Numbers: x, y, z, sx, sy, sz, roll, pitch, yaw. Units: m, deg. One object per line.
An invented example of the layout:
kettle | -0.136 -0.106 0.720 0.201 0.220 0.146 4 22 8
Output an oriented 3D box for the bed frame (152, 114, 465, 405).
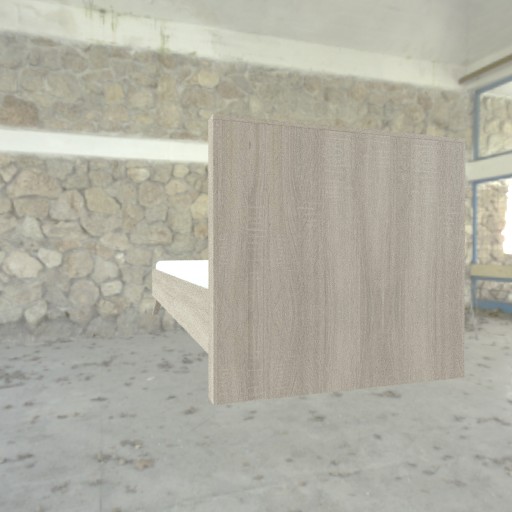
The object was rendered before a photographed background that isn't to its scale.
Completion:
bed frame | 0.000 0.000 2.570 0.990 0.920 2.140 0 1 -18
